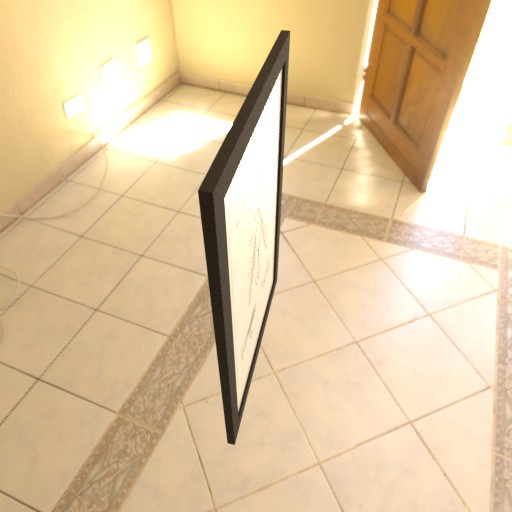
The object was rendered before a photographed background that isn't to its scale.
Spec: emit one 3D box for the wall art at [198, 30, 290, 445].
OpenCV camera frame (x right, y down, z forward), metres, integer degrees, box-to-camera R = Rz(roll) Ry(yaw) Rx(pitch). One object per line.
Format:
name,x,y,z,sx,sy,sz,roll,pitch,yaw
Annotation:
wall art,0.000,0.000,0.688,0.013,0.534,0.380,9,47,9
